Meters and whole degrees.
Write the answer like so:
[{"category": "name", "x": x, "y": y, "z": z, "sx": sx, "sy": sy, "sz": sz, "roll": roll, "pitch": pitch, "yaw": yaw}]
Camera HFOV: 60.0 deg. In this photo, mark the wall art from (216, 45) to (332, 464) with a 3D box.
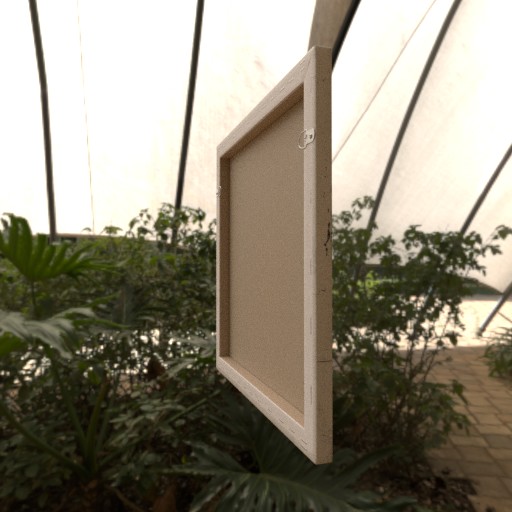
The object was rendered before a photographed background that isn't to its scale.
[{"category": "wall art", "x": 0.000, "y": 0.000, "z": 1.162, "sx": 0.038, "sy": 0.762, "sz": 0.762, "roll": 0, "pitch": -1, "yaw": -19}]
